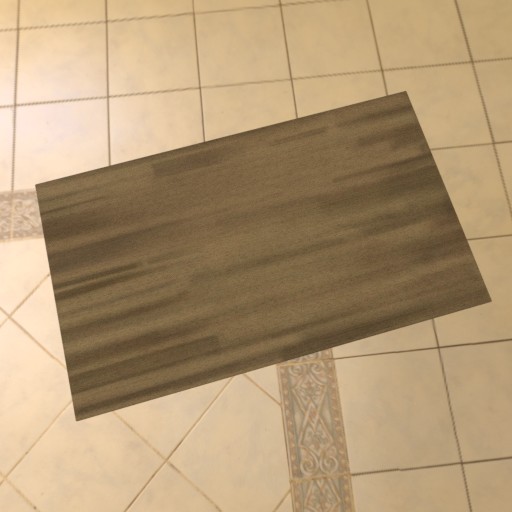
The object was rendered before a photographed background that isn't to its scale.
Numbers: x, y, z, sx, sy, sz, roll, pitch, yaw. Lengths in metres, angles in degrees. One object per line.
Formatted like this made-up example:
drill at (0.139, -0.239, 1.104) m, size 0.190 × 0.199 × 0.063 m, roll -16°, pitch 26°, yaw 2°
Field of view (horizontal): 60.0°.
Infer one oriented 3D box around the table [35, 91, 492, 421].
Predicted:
table at (0.000, 0.000, 1.350) m, size 1.088 × 0.347 × 0.643 m, roll -15°, pitch 77°, yaw -4°
